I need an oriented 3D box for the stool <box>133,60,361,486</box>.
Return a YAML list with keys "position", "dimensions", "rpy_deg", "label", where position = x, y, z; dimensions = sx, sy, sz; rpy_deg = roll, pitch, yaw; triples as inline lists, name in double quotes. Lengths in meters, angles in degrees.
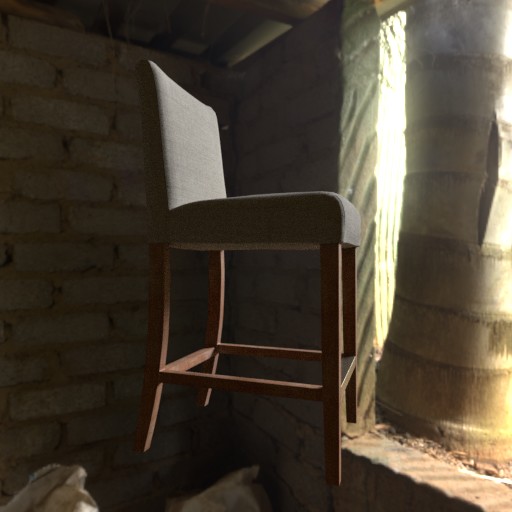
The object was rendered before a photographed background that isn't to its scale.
- position: [0.000, 0.000, 1.287]
  dimensions: [0.567, 1.039, 0.454]
  rpy_deg: [0, 0, 18]
  label: "stool"
